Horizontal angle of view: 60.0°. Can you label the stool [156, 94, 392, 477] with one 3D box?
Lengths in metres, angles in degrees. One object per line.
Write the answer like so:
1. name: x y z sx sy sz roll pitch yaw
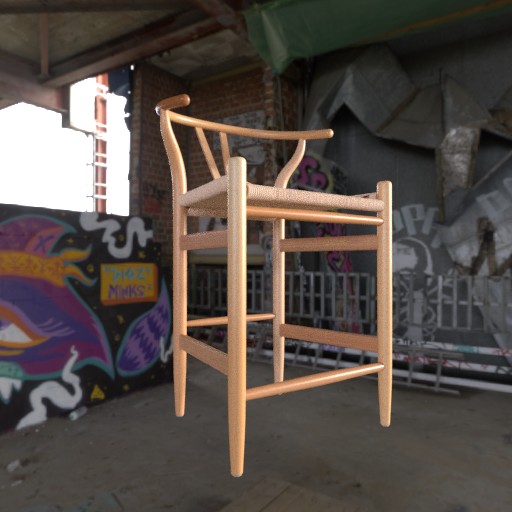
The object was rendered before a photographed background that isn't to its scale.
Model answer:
1. stool: 0.000 0.000 1.290 0.536 0.923 0.575 0 -1 -35
